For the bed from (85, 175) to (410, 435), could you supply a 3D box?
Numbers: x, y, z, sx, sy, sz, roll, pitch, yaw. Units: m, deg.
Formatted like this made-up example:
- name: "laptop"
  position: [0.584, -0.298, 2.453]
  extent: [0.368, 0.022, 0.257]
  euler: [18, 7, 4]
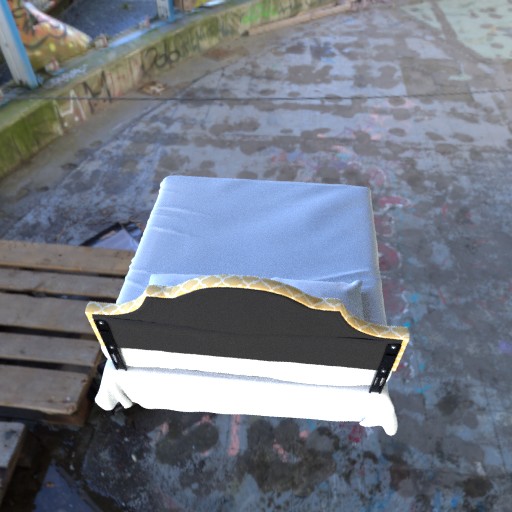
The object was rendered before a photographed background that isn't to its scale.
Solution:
- name: "bed"
  position: [0.000, 0.000, 3.625]
  extent: [2.314, 1.601, 2.222]
  euler: [4, 47, 4]
